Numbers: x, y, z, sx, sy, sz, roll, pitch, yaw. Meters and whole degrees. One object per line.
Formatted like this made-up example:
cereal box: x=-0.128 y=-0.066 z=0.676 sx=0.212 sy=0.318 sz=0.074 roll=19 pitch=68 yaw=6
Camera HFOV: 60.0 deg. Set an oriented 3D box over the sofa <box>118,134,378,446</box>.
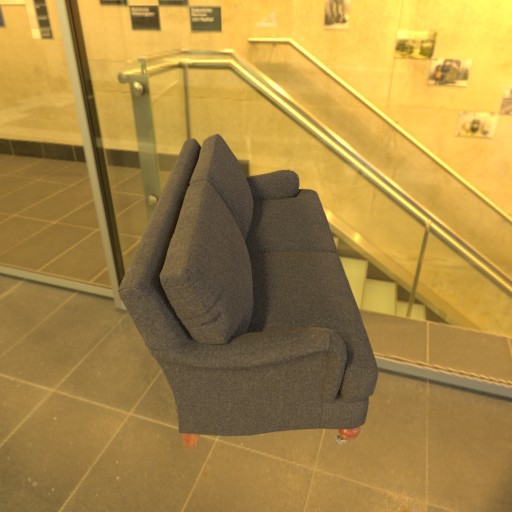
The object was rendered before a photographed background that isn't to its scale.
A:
sofa: x=0.000 y=0.000 z=2.809 sx=1.087 sy=1.054 sz=2.160 roll=0 pitch=30 yaw=-1
